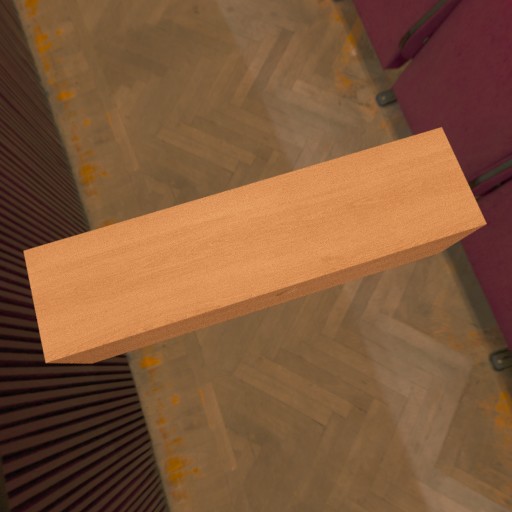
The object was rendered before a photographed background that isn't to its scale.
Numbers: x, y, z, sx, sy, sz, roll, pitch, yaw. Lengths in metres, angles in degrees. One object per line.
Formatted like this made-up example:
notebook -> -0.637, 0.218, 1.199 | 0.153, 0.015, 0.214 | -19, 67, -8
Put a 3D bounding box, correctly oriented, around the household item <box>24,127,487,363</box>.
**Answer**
household item -> 0.000, 0.000, 1.777 | 1.550, 0.600, 0.400 | -17, 77, -4
